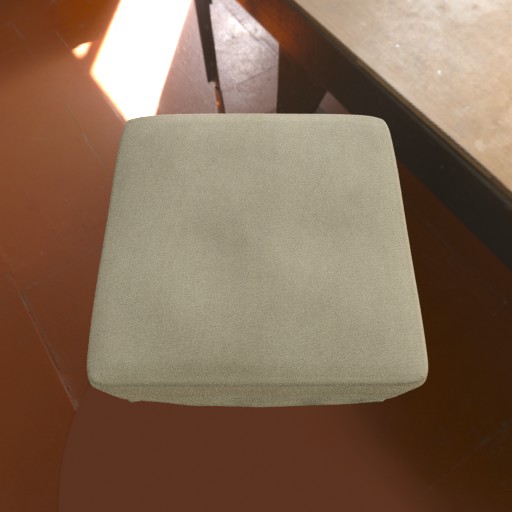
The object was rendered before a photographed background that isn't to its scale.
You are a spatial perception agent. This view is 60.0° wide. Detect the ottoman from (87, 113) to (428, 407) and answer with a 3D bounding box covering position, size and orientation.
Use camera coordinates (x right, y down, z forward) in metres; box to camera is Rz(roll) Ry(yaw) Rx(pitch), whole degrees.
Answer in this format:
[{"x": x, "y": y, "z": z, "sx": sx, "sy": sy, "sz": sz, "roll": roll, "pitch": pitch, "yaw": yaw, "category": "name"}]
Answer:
[{"x": 0.000, "y": 0.000, "z": 1.365, "sx": 0.843, "sy": 0.441, "sz": 0.842, "roll": 0, "pitch": 65, "yaw": 0, "category": "ottoman"}]
